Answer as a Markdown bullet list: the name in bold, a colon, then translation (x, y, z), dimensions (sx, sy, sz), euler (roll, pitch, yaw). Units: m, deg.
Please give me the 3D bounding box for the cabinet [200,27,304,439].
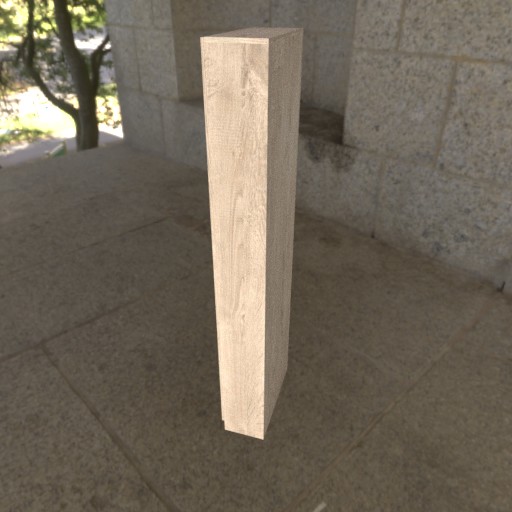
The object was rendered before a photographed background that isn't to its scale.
- **cabinet**: translation (0.000, 0.000, 1.980), dimensions (0.230, 1.790, 0.500), euler (9, 32, 15)
